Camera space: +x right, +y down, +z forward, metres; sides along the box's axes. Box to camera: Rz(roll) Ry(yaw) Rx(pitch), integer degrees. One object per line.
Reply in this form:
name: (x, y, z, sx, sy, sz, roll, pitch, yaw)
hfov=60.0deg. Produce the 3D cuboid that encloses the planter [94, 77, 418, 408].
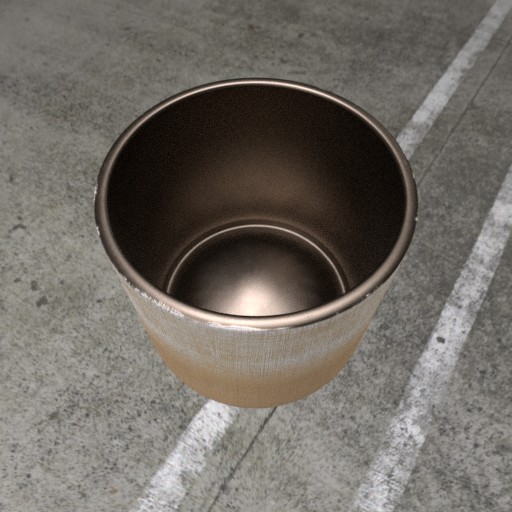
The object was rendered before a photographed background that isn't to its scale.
planter: (0.000, 0.000, 0.384, 0.221, 0.201, 0.221, 0, 59, 0)
